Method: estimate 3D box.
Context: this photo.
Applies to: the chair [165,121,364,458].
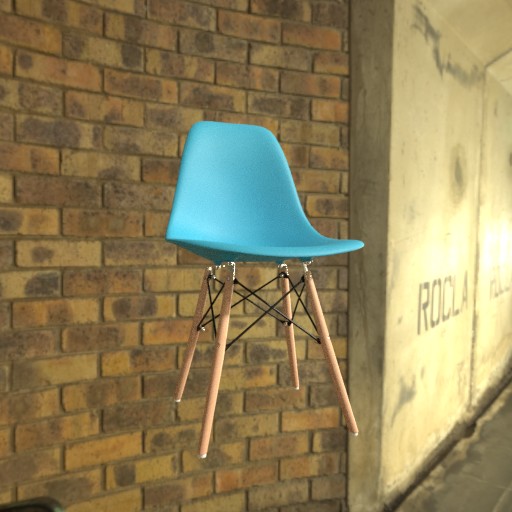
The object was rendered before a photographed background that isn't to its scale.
[{"bbox_3d":[0.000,0.000,1.148,0.470,0.826,0.531,0,1,-18],"label":"chair"}]
